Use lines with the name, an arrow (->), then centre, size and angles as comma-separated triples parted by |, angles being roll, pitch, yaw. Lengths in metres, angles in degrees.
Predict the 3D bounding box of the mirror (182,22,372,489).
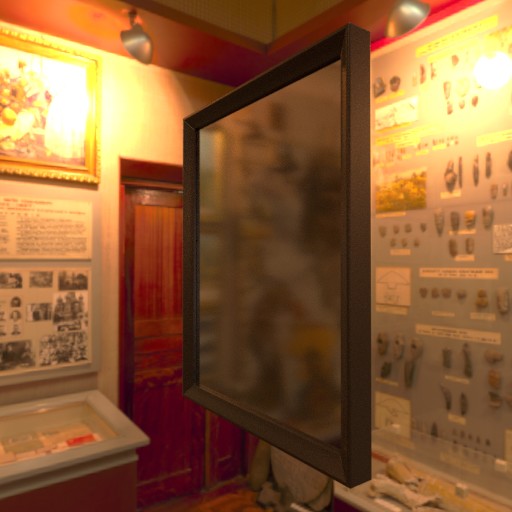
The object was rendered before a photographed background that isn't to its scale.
mirror -> 0.000, 0.000, 0.659 | 0.041, 0.509, 0.406 | 0, -1, -36
